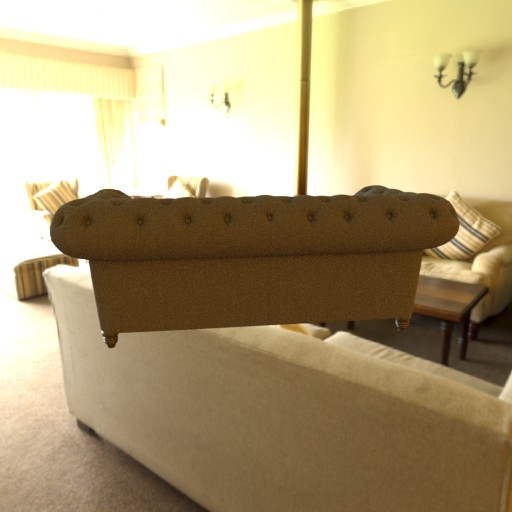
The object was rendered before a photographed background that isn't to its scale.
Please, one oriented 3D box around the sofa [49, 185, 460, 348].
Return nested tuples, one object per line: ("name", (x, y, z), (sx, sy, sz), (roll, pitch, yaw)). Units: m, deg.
("sofa", (0.000, 0.000, 2.514), (1.998, 0.764, 0.986), (-2, 14, -7))
